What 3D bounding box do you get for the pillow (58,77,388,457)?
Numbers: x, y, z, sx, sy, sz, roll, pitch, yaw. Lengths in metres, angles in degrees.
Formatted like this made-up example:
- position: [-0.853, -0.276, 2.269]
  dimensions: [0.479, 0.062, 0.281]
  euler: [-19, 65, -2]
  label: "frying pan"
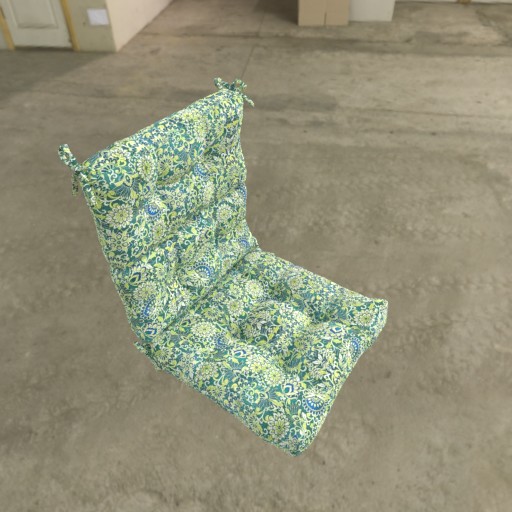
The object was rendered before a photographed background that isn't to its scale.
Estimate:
- position: [0.000, 0.000, 1.026]
  dimensions: [0.571, 0.605, 0.519]
  euler: [25, 48, 25]
  label: "pillow"
